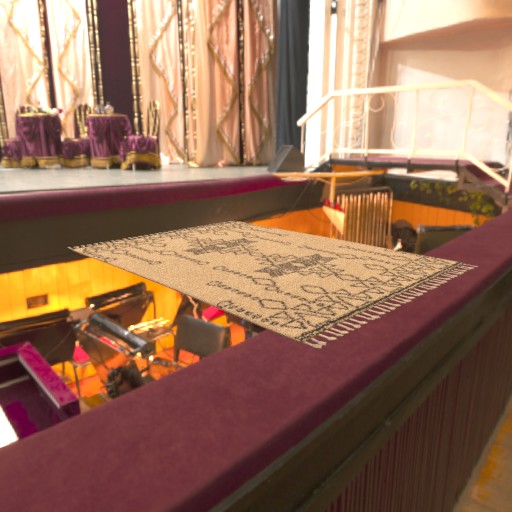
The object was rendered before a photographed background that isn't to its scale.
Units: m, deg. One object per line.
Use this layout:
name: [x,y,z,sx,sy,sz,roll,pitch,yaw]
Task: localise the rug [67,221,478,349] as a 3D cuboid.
rug: [0.000,0.000,3.936,2.125,0.028,3.027,-14,20,-43]
